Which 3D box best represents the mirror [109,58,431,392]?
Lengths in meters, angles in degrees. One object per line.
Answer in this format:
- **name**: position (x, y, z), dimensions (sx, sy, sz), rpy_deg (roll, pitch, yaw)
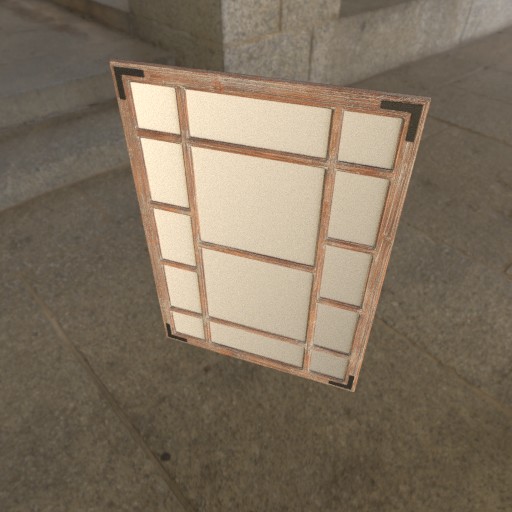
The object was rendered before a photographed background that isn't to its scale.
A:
- **mirror**: position (0.000, 0.000, 1.258), dimensions (0.705, 0.996, 0.025), rpy_deg (13, 43, 14)
